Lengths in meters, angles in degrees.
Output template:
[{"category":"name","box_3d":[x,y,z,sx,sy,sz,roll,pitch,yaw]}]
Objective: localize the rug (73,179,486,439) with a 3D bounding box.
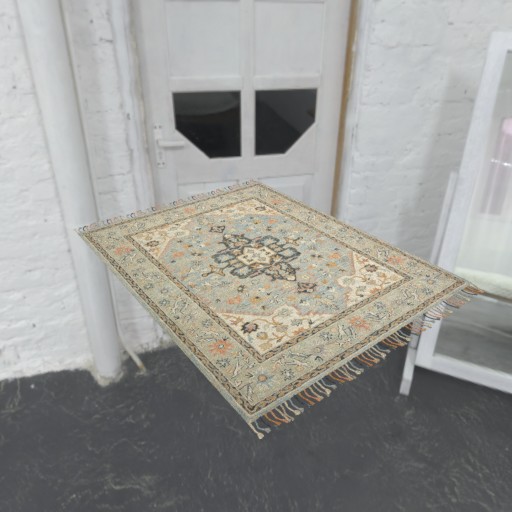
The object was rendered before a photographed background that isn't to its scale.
[{"category":"rug","box_3d":[0.000,0.000,4.156,2.379,0.011,3.221,-21,37,-32]}]
